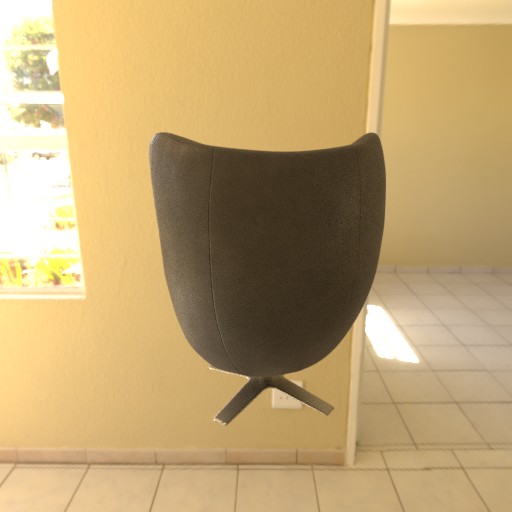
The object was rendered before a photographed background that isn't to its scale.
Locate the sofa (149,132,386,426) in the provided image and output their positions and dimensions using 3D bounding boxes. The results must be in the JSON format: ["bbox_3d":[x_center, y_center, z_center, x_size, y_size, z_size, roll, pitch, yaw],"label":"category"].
[{"bbox_3d":[0.000,0.000,2.122,0.894,1.135,1.444,-2,15,-9],"label":"sofa"}]
